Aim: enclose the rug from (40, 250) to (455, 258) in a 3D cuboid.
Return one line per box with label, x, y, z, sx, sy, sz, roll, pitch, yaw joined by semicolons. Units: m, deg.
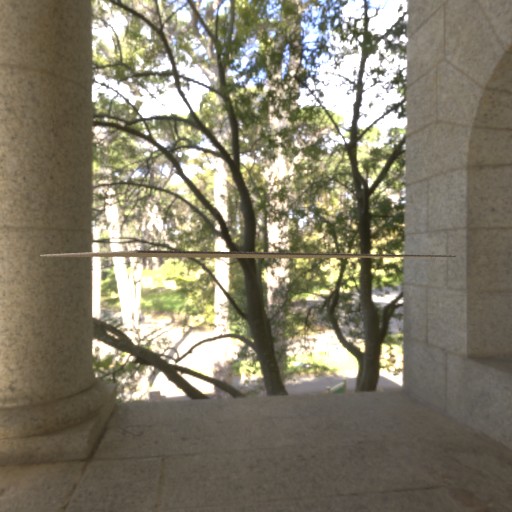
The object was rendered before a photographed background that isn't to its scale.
rug;0.000;0.000;2.270;1.783;0.008;1.175;1;-1;-38
